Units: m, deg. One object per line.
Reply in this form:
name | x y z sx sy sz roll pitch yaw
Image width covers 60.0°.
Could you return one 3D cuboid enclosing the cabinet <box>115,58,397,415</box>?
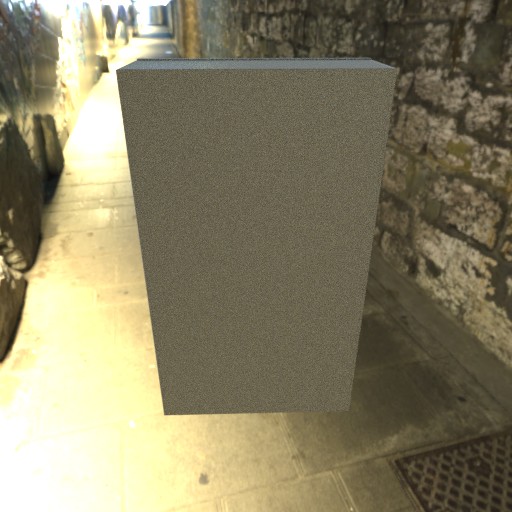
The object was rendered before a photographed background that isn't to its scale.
cabinet | 0.000 0.000 2.686 1.250 2.160 0.480 -1 29 -2
